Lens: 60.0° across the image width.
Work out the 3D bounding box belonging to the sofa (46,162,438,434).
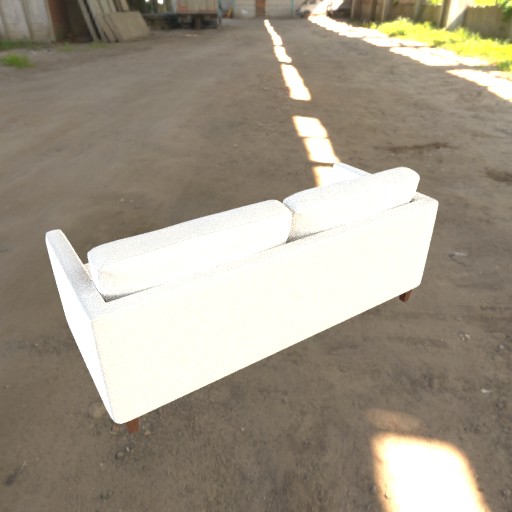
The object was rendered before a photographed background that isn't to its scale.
[{"bbox_3d":[0.000,0.000,2.666,2.139,0.933,0.924,-18,35,-28],"label":"sofa"}]
